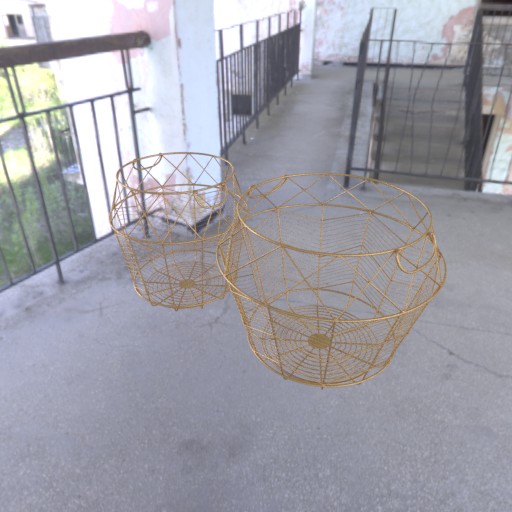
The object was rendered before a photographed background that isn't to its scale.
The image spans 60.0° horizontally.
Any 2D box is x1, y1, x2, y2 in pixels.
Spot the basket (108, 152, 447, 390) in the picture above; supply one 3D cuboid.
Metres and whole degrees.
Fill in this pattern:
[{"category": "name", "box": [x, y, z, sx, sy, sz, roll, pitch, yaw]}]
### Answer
[{"category": "basket", "box": [0.000, 0.000, 1.020, 0.805, 0.343, 0.451, 20, 36, 29]}]
